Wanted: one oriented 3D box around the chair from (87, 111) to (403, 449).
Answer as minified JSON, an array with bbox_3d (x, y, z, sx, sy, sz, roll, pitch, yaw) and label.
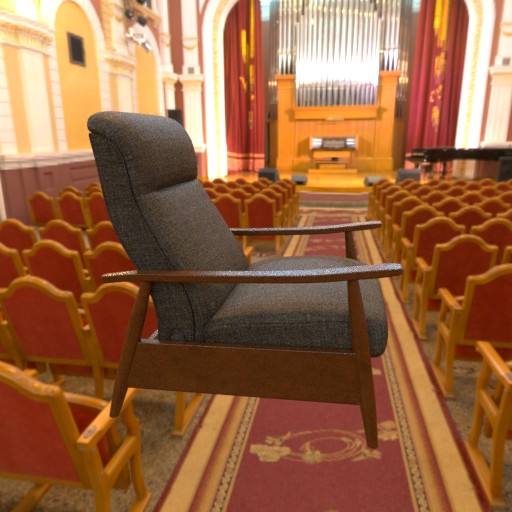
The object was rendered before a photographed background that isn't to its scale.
[{"bbox_3d":[0.000,0.000,1.757,1.014,1.082,0.762,3,15,10],"label":"chair"}]
